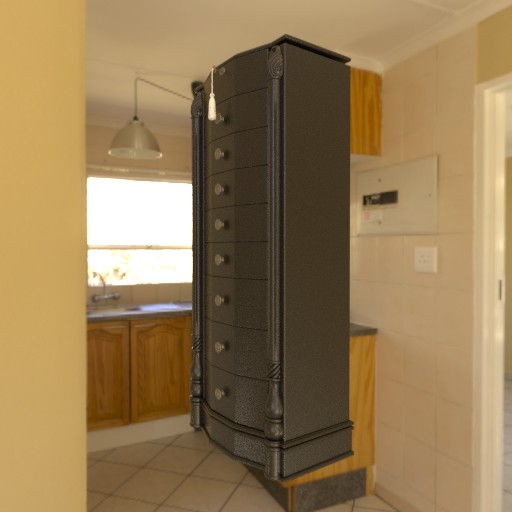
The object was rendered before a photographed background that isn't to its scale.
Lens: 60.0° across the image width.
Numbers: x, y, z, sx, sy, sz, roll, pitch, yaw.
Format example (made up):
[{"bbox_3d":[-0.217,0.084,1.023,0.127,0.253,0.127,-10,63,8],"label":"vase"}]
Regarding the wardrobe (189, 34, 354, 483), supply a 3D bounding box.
[{"bbox_3d":[0.000,0.000,1.212,0.295,1.011,0.444,-1,1,-36],"label":"wardrobe"}]
